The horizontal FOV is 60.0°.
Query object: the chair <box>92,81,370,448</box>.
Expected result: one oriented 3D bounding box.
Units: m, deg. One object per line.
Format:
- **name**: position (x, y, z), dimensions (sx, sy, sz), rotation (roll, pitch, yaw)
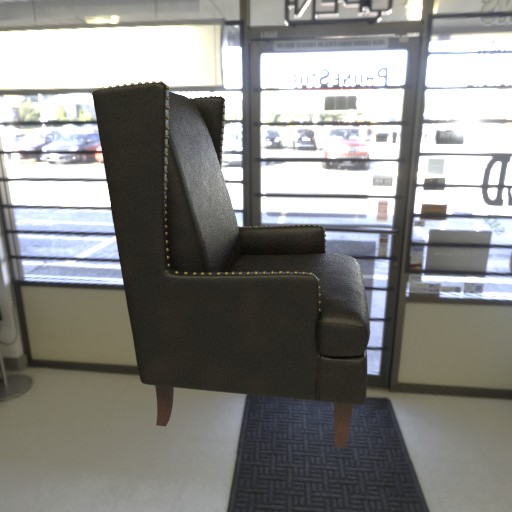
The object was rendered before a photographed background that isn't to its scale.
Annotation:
- **chair**: position (0.000, 0.000, 1.613), dimensions (0.799, 1.142, 0.703), rotation (3, 17, 10)
